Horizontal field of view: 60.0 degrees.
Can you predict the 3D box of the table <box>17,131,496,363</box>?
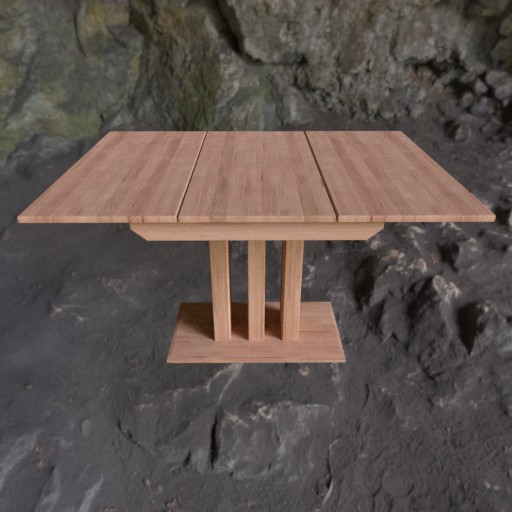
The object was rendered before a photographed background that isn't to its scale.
[{"bbox_3d":[0.000,0.000,1.782,1.300,0.770,0.900,0,30,0],"label":"table"}]
